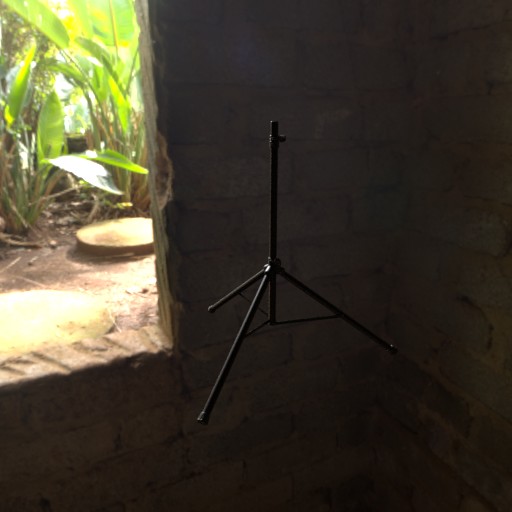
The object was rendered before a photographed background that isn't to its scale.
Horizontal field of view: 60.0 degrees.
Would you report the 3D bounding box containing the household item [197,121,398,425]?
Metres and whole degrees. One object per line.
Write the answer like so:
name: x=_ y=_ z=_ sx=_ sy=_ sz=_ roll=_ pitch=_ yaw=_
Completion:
household item: x=0.000 y=0.000 z=2.750 sx=1.596 sy=1.595 sz=1.339 roll=9 pitch=20 yaw=27
